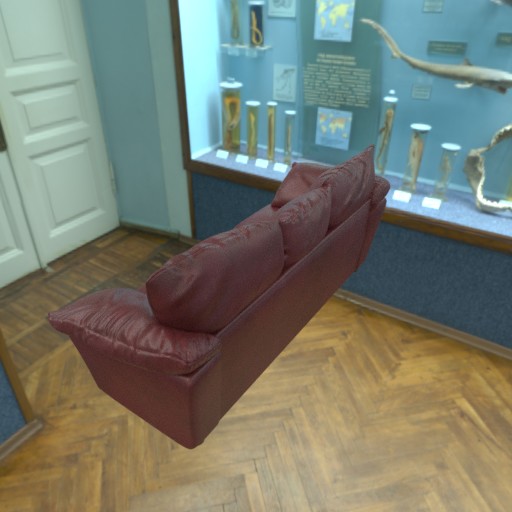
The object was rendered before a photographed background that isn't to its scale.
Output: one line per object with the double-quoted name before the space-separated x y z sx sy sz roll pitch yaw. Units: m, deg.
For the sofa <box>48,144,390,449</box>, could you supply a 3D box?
"sofa" 0.000 0.000 2.801 0.907 1.091 2.390 20 37 29
